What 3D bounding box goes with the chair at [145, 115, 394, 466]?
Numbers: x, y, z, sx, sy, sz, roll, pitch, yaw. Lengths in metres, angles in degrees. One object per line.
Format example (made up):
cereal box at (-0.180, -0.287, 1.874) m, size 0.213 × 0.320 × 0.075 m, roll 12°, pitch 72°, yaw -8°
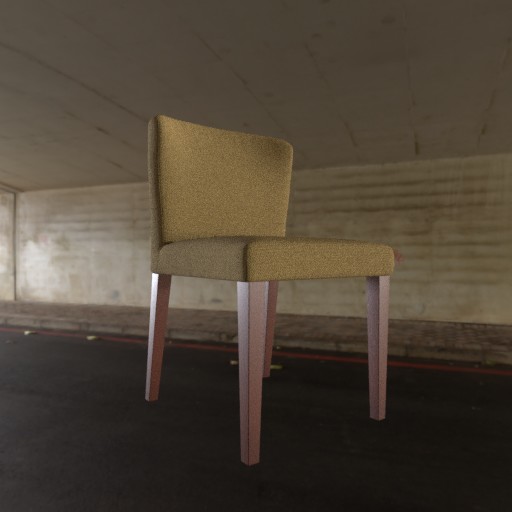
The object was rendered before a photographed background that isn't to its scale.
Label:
chair at (0.000, 0.000, 1.228) m, size 0.491 × 0.839 × 0.589 m, roll 0°, pitch 0°, yaw -37°
